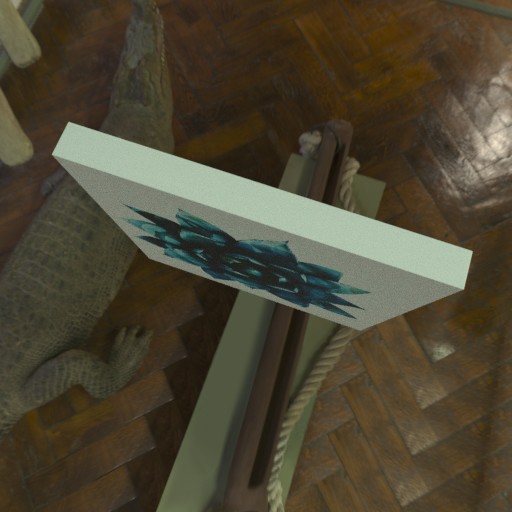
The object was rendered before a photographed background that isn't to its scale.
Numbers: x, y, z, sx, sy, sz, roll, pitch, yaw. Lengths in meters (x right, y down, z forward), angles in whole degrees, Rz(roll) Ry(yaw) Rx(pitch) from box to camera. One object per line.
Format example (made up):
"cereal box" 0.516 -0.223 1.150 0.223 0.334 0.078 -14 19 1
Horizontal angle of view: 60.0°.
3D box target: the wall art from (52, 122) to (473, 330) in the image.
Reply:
"wall art" 0.000 0.000 0.614 0.406 0.406 0.038 18 76 5
